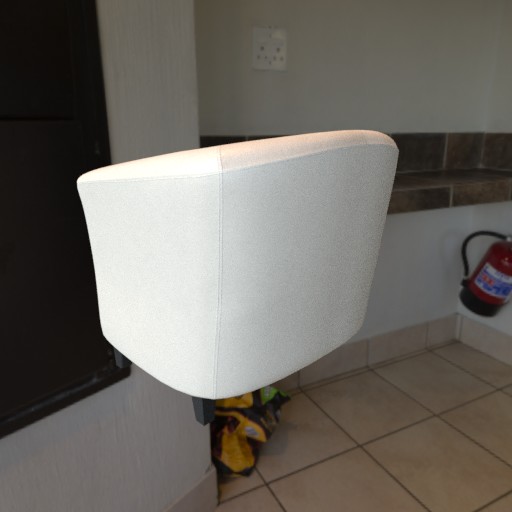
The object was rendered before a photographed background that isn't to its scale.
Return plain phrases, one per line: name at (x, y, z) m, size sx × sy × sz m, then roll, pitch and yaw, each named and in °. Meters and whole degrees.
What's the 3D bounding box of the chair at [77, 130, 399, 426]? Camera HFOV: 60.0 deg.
chair at (0.000, 0.000, 1.376) m, size 0.727 × 0.756 × 0.792 m, roll 15°, pitch 22°, yaw 42°
